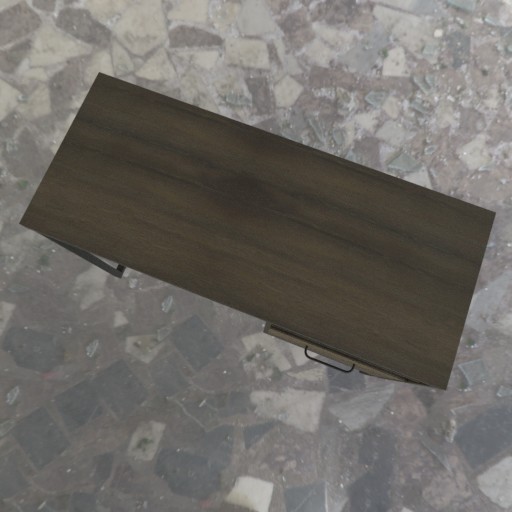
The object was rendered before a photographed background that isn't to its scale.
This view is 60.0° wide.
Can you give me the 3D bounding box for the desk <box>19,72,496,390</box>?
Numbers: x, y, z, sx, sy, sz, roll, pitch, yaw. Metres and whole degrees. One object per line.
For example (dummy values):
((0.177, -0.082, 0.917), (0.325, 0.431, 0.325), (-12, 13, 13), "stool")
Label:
((0.000, 0.000, 1.503), (1.134, 0.752, 0.511), (21, 78, 5), "desk")
